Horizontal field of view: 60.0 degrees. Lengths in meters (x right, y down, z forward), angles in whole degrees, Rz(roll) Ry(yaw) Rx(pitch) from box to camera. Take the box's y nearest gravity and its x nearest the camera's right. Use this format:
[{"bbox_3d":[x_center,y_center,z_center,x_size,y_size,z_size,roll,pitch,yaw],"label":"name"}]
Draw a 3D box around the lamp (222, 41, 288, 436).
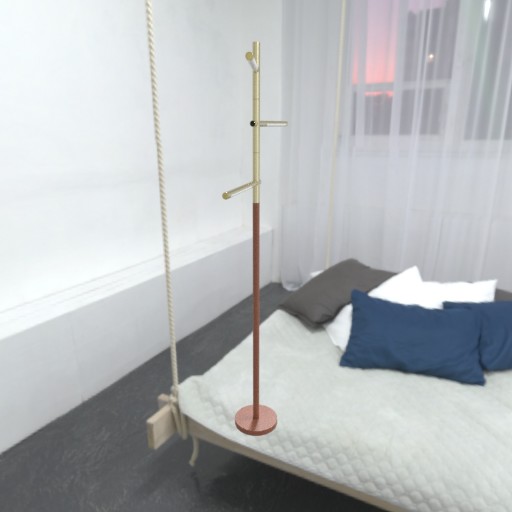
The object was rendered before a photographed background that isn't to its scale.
[{"bbox_3d":[0.000,0.000,1.934,0.209,1.704,0.737,2,17,8],"label":"lamp"}]
